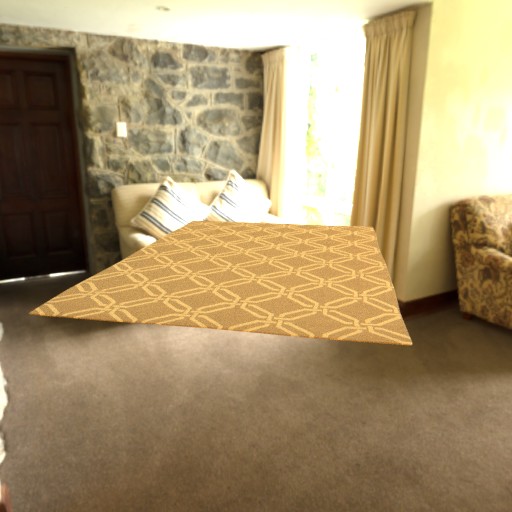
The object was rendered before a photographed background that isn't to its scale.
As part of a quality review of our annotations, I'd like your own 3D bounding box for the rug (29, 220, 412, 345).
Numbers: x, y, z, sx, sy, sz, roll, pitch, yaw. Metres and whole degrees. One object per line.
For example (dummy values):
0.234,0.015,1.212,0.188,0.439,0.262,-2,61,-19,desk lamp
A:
0.000,0.000,2.689,1.524,0.013,2.135,3,15,10,rug
